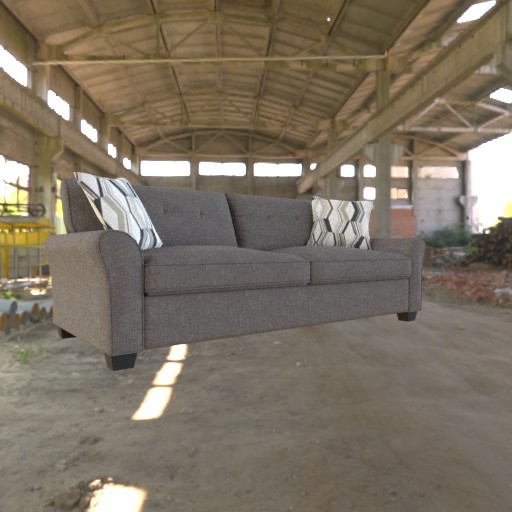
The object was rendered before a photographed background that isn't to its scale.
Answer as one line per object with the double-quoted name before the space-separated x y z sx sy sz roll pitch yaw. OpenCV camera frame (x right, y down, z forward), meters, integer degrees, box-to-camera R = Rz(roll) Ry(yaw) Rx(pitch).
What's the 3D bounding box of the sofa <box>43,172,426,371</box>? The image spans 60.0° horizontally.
"sofa" 0.000 0.000 2.494 2.032 0.813 0.889 -1 1 -37
